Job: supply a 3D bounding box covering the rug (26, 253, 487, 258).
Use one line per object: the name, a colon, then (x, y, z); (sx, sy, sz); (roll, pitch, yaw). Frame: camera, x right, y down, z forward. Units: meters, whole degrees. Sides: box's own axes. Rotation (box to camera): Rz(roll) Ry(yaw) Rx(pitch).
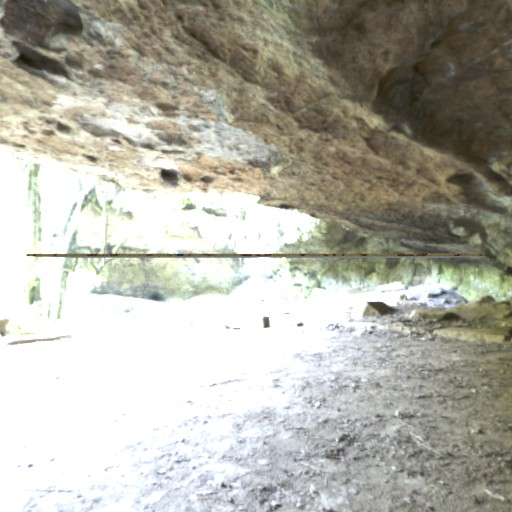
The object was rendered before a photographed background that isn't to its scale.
rug: (0.000, 0.000, 2.500); (2.273, 0.016, 0.693); (0, -1, 1)
